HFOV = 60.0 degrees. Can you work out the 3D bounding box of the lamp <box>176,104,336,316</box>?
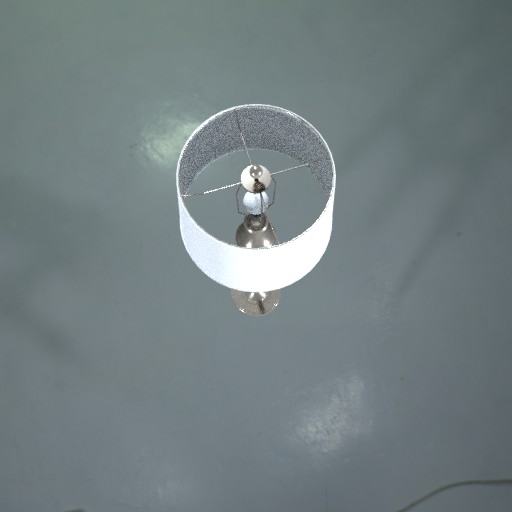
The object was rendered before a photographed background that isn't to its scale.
[{"bbox_3d":[0.000,0.000,1.677,0.431,1.488,0.431,0,75,0],"label":"lamp"}]
